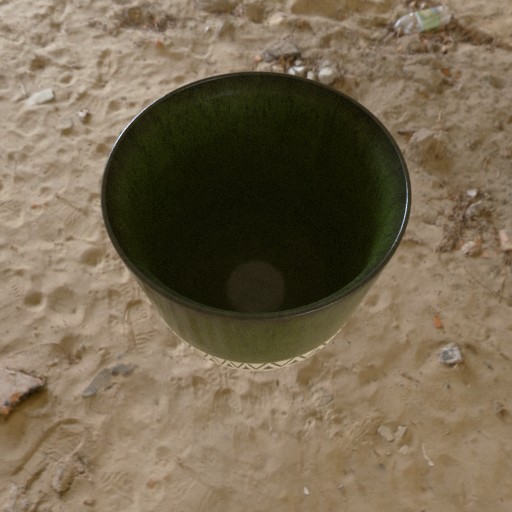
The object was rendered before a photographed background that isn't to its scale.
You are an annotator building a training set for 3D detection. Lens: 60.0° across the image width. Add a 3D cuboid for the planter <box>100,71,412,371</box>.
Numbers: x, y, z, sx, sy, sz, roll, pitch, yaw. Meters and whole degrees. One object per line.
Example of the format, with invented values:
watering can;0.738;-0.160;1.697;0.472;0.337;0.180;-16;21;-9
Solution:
planter;0.000;0.000;0.471;0.245;0.270;0.245;0;61;0
